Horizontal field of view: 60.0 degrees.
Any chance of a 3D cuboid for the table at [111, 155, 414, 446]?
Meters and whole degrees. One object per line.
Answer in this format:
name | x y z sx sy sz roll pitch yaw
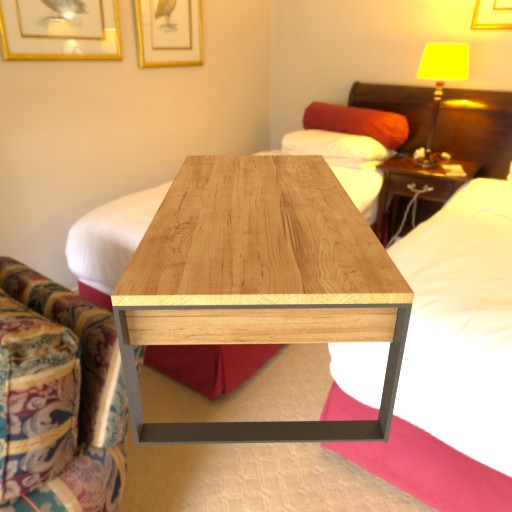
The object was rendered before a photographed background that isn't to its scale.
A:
table | 0.000 0.000 1.465 0.590 0.400 1.180 0 25 -1
